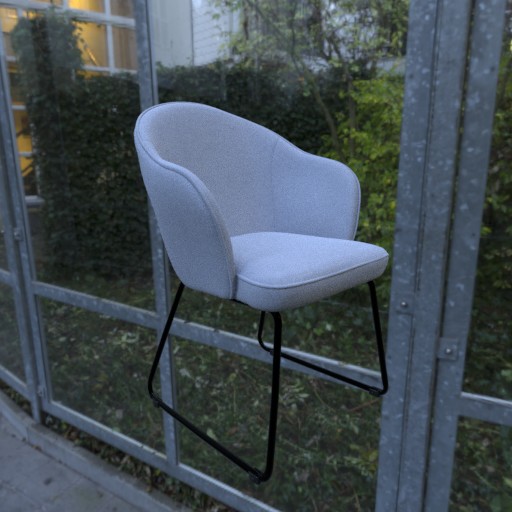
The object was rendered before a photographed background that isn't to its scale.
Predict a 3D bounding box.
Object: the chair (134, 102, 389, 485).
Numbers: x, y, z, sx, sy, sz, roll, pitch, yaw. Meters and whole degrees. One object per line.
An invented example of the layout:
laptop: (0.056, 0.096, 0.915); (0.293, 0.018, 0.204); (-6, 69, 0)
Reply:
chair: (0.000, 0.000, 1.184); (0.592, 0.817, 0.570); (13, 19, 43)
